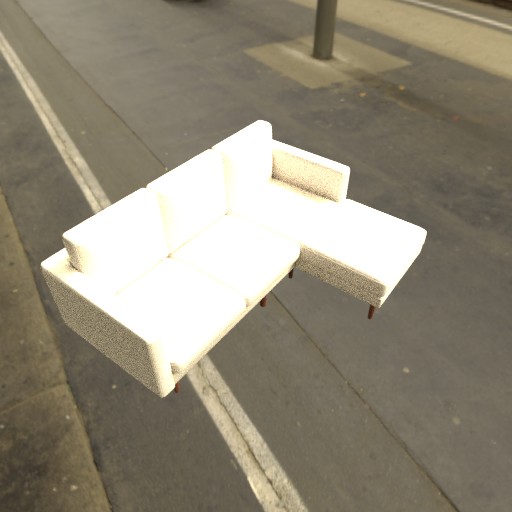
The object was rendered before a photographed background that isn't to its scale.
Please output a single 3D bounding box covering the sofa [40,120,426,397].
[{"bbox_3d":[0.000,0.000,2.899,1.580,0.899,2.029,27,48,27],"label":"sofa"}]
